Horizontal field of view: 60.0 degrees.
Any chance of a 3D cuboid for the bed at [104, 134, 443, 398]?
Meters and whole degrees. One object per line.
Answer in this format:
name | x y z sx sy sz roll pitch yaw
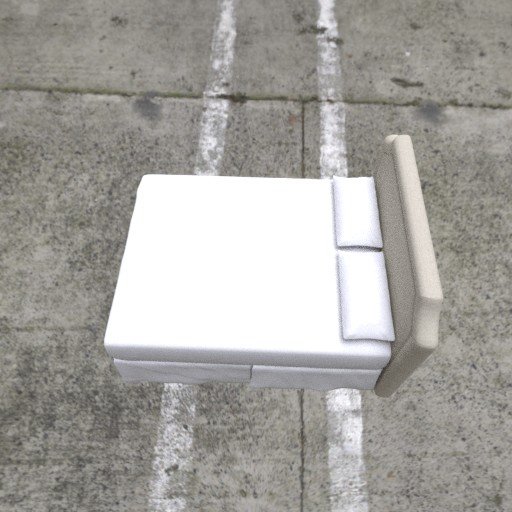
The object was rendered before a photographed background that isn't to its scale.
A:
bed | 0.000 0.000 3.301 2.116 1.290 1.693 2 58 1
